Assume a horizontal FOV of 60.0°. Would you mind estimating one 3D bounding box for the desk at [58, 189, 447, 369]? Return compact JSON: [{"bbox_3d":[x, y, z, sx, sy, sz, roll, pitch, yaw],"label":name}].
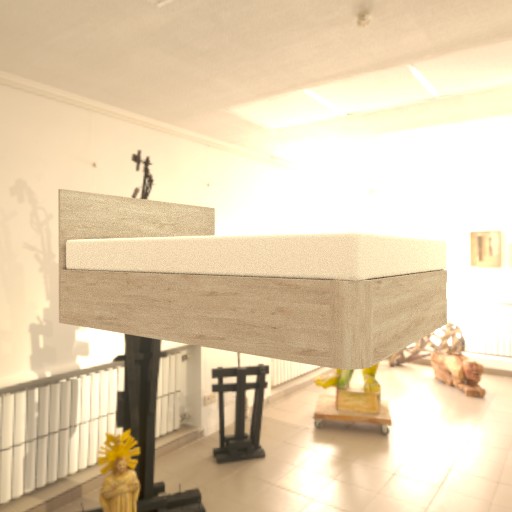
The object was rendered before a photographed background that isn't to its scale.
[{"bbox_3d":[0.000,0.000,2.665,1.900,0.800,1.400,0,1,36],"label":"desk"}]
